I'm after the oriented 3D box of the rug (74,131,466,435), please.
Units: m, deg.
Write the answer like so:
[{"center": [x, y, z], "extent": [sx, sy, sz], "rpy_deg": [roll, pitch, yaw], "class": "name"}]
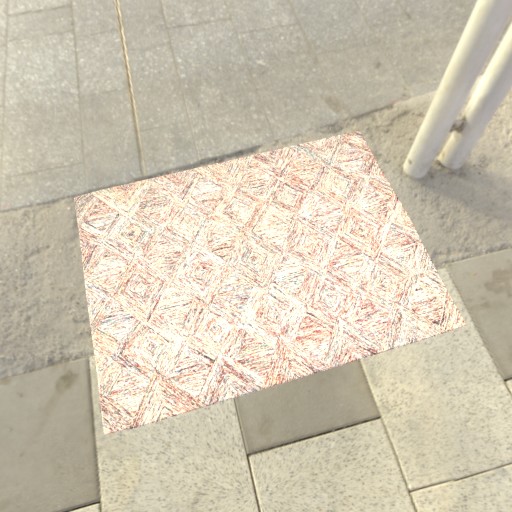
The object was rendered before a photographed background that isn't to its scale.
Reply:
[{"center": [0.000, 0.000, 4.272], "extent": [3.226, 0.024, 2.436], "rpy_deg": [-15, 63, -8], "class": "rug"}]
